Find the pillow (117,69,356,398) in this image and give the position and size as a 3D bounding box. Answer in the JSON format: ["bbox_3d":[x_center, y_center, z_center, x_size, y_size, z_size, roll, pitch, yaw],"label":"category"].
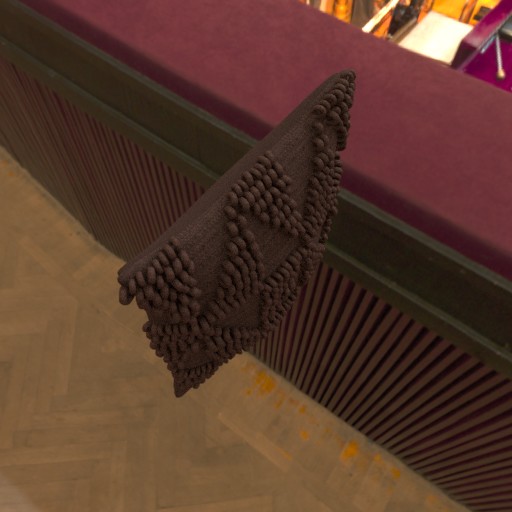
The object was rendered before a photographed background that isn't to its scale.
[{"bbox_3d":[0.000,0.000,0.745,0.172,0.467,0.470,34,65,18],"label":"pillow"}]
